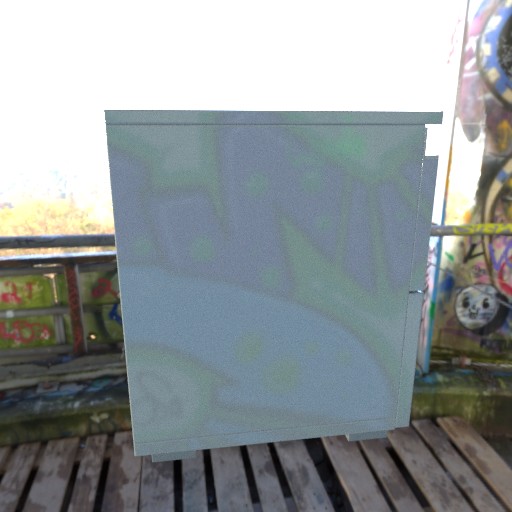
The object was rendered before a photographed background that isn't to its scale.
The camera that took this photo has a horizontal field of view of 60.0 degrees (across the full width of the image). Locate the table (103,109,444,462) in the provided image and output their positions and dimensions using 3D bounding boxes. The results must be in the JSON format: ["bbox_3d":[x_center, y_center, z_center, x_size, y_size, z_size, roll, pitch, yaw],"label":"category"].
[{"bbox_3d":[0.000,0.000,0.775,0.400,0.470,0.420,-2,16,-8],"label":"table"}]
